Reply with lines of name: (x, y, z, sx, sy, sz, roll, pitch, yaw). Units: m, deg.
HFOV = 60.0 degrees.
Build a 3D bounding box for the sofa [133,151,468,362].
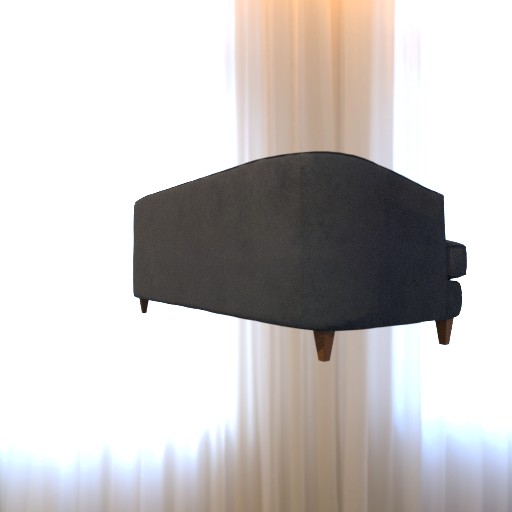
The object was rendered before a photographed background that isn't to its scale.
sofa: (0.000, 0.000, 2.767, 0.941, 0.855, 2.278, 0, -1, -35)
